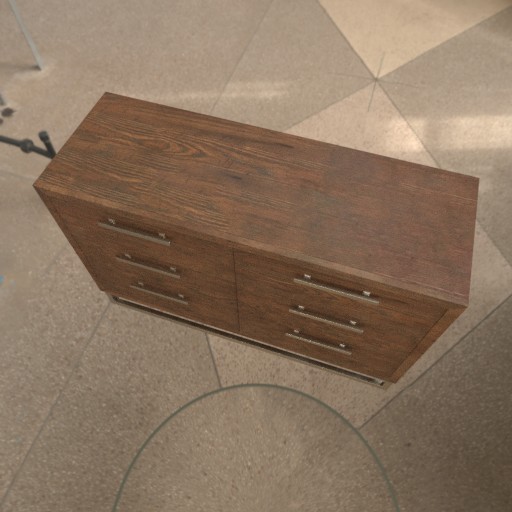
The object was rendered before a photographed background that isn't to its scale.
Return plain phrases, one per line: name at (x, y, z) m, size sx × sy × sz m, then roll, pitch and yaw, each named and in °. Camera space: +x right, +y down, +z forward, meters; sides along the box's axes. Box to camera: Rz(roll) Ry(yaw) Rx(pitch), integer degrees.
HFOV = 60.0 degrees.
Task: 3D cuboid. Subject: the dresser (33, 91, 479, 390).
dresser at (0.000, 0.000, 2.174) m, size 1.646 × 1.061 × 0.623 m, roll 16°, pitch 59°, yaw 10°
